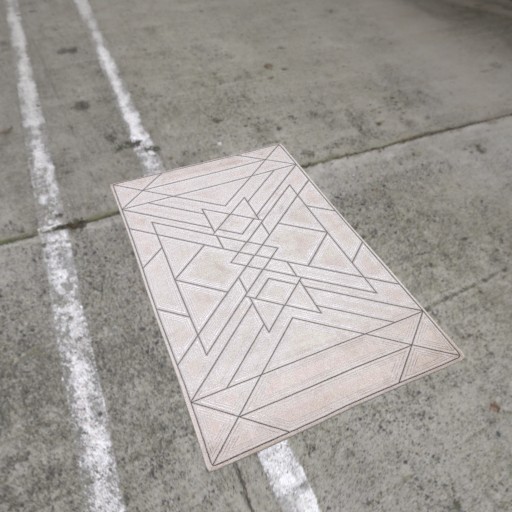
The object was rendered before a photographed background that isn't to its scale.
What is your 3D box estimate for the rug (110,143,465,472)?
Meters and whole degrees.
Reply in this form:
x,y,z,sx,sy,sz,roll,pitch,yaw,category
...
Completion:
x,y,z,sx,sy,sz,roll,pitch,yaw,category
0.000,0.000,3.110,1.575,0.023,2.459,-17,49,-16,rug
